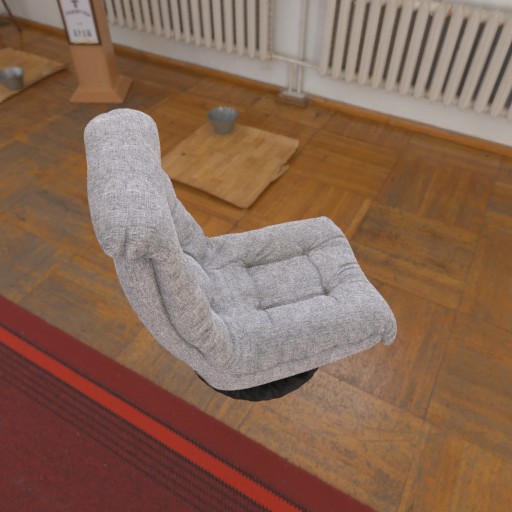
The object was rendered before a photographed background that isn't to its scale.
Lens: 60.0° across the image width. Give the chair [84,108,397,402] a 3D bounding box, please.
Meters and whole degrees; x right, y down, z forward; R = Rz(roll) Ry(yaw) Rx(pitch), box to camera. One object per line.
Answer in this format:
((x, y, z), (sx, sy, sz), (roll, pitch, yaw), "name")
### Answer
((0.000, 0.000, 0.967), (0.583, 0.600, 0.400), (-11, 46, -11), "chair")
